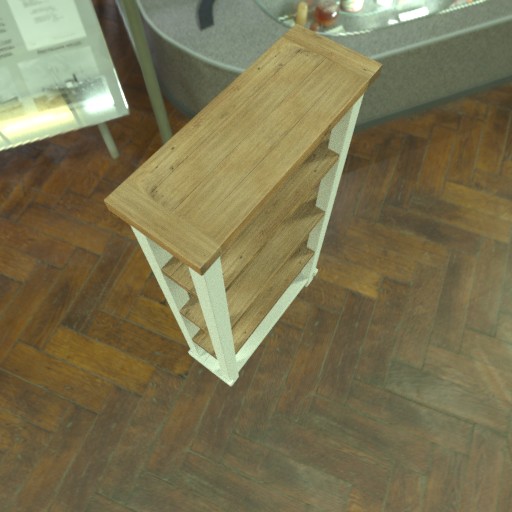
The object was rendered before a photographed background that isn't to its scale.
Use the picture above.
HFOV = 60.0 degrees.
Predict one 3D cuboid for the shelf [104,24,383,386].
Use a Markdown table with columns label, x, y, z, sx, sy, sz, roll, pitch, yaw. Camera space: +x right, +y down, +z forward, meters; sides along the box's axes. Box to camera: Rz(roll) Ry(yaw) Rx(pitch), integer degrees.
| label | x | y | z | sx | sy | sz | roll | pitch | yaw |
| --- | --- | --- | --- | --- | --- | --- | --- | --- | --- |
| shelf | 0.000 | 0.000 | 2.298 | 0.381 | 1.878 | 1.022 | 34 | 68 | 16 |
